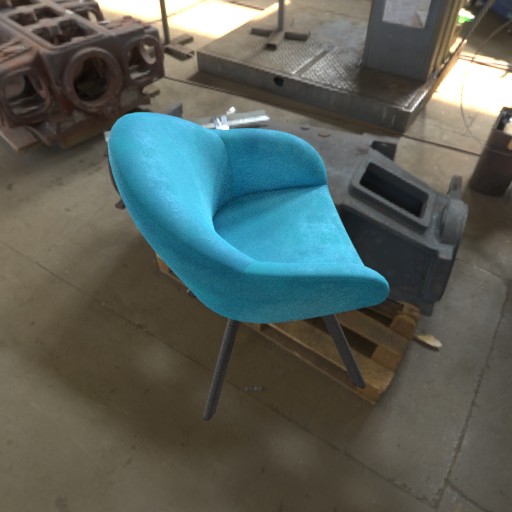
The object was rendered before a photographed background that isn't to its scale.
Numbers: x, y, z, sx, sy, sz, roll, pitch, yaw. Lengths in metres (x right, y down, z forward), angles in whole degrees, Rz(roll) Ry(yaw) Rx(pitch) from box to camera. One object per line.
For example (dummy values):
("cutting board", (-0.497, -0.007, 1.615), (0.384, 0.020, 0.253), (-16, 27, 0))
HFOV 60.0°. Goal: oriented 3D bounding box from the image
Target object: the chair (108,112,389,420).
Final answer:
("chair", (0.000, 0.000, 1.179), (0.590, 0.795, 0.550), (-9, 48, -8))
